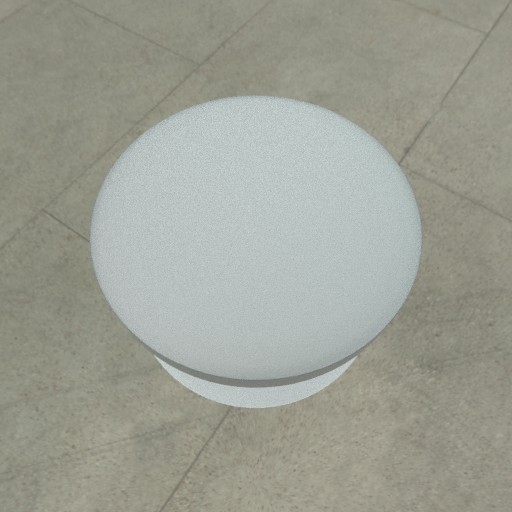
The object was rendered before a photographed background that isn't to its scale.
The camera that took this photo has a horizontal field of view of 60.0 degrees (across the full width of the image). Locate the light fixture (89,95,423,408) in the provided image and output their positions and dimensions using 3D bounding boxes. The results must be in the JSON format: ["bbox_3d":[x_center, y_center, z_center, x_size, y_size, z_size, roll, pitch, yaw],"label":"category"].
[{"bbox_3d":[0.000,0.000,0.628,0.393,0.229,0.393,0,63,0],"label":"light fixture"}]
